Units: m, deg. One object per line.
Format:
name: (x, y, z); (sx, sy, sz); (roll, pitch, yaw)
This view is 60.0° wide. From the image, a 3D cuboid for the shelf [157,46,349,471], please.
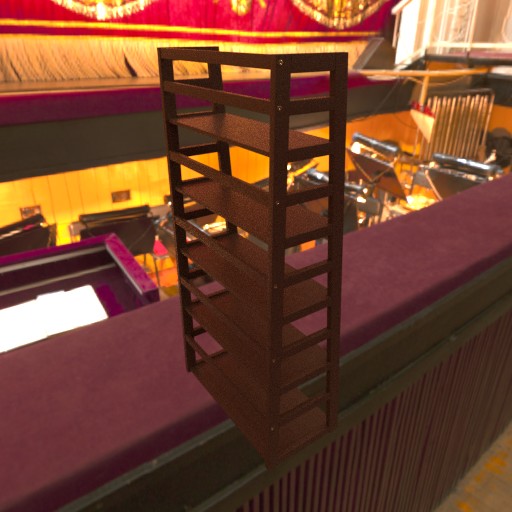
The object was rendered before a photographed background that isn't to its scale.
shelf: (0.000, 0.000, 1.889); (0.403, 1.600, 0.763); (-17, 32, -31)
